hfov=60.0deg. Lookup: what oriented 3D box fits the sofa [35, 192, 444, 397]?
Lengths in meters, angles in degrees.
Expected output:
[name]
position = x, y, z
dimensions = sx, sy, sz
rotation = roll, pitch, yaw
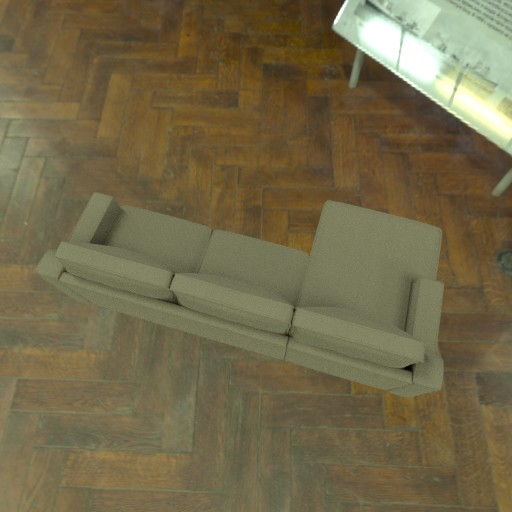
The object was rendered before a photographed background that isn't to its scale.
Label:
[sofa]
position = 0.000, 0.000, 3.171
dimensions = 2.561, 0.928, 1.294
rotation = 15, 65, 7
